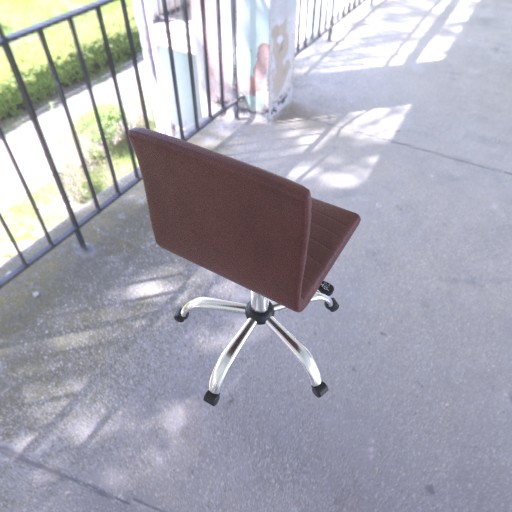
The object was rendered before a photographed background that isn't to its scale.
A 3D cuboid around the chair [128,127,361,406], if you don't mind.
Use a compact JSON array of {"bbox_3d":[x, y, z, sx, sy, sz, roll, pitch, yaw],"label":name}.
[{"bbox_3d":[0.000,0.000,1.151,0.556,0.780,0.530,24,51,21],"label":"chair"}]
